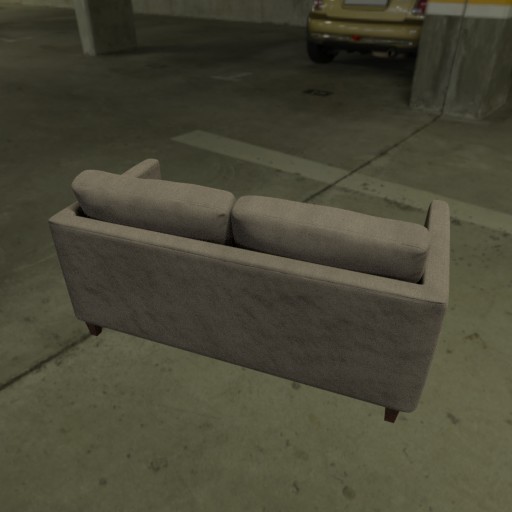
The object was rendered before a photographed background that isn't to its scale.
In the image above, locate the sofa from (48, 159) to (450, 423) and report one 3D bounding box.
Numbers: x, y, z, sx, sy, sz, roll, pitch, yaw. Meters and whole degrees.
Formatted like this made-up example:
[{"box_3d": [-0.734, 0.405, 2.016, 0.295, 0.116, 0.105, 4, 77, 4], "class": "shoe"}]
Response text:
[{"box_3d": [0.000, 0.000, 2.414, 1.884, 0.963, 0.950, 11, 34, 17], "class": "sofa"}]
